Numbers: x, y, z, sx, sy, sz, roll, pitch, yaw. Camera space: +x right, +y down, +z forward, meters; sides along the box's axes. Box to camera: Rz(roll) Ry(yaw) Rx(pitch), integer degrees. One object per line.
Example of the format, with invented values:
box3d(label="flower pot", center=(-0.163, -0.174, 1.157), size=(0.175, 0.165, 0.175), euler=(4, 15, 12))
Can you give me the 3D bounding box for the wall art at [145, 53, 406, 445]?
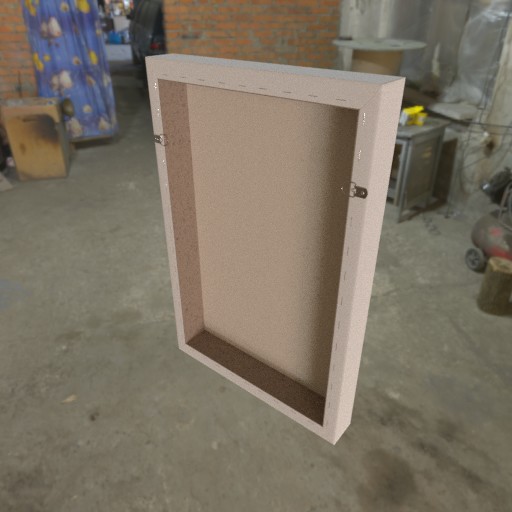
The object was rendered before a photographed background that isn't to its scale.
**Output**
box3d(label="wall art", center=(0.000, 0.000, 0.479), size=(0.252, 0.381, 0.039), euler=(22, 37, 33))
